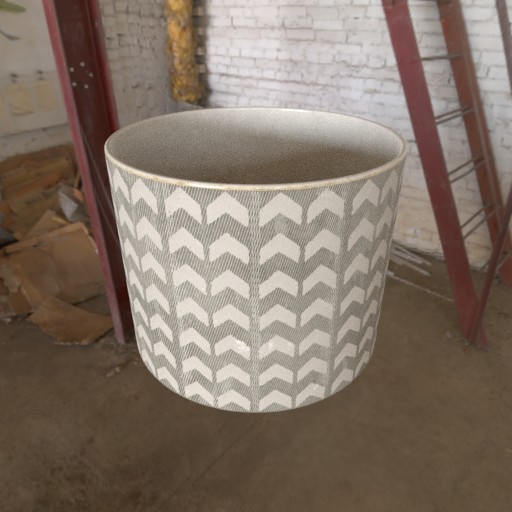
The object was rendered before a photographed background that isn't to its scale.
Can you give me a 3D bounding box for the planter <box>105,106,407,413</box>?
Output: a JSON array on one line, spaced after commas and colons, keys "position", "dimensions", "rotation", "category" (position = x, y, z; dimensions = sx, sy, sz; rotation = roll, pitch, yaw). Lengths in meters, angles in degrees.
[{"position": [0.000, 0.000, 0.333], "dimensions": [0.190, 0.181, 0.190], "rotation": [0, 29, 0], "category": "planter"}]
